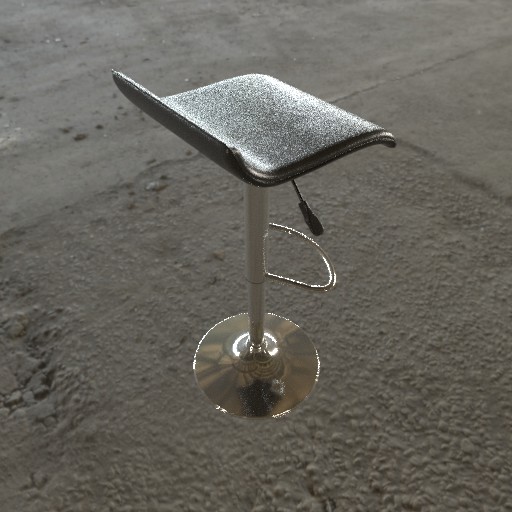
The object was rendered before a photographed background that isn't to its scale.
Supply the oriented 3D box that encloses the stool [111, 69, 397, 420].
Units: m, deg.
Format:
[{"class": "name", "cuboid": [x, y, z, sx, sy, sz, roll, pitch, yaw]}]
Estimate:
[{"class": "stool", "cuboid": [0.000, 0.000, 1.053, 0.381, 0.851, 0.381, -27, 49, -27]}]
